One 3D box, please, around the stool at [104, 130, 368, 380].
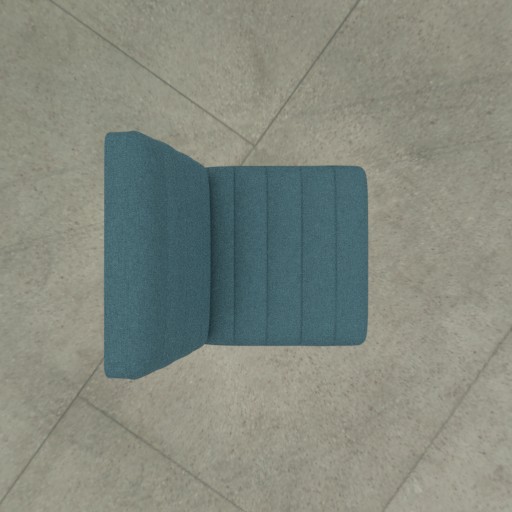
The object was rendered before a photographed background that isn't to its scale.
[{"bbox_3d":[0.000,0.000,1.248,0.560,0.940,0.460,0,90,-1],"label":"stool"}]
